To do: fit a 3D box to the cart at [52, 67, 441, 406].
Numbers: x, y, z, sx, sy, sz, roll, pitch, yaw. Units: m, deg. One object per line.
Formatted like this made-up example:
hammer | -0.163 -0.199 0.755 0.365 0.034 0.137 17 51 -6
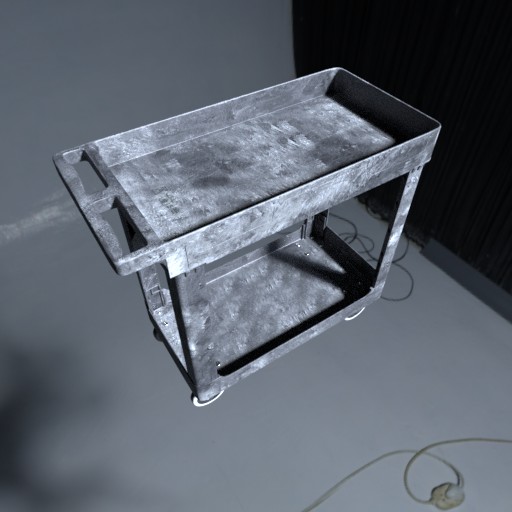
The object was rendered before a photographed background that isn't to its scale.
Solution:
cart | 0.000 0.000 1.374 0.877 0.824 0.420 -25 52 -22
